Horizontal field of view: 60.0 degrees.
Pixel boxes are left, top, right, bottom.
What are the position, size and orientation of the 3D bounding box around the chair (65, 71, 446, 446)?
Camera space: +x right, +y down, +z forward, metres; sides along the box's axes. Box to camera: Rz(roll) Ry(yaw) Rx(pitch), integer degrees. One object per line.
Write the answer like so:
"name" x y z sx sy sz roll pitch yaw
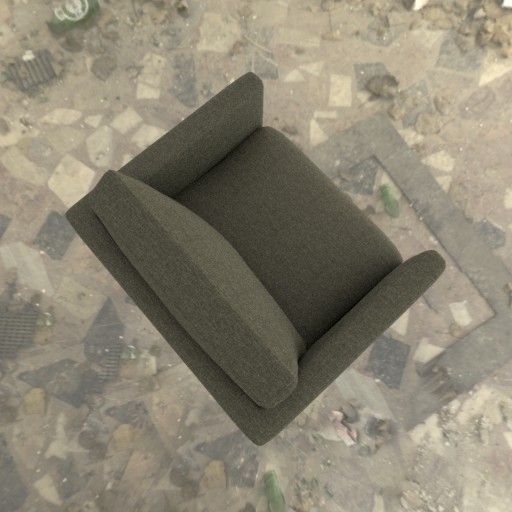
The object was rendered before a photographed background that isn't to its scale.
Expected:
"chair" 0.000 0.000 1.855 0.959 0.963 1.107 -41 79 -9
